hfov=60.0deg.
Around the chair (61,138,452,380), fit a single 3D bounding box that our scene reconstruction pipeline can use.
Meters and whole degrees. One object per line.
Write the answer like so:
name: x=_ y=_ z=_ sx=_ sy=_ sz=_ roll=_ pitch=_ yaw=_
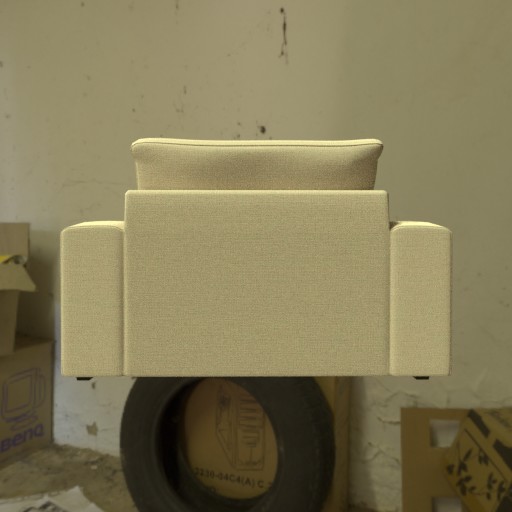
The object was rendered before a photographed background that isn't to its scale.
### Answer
chair: x=0.000 y=0.000 z=2.091 sx=1.398 sy=0.915 sz=1.039 roll=0 pitch=1 yaw=0
